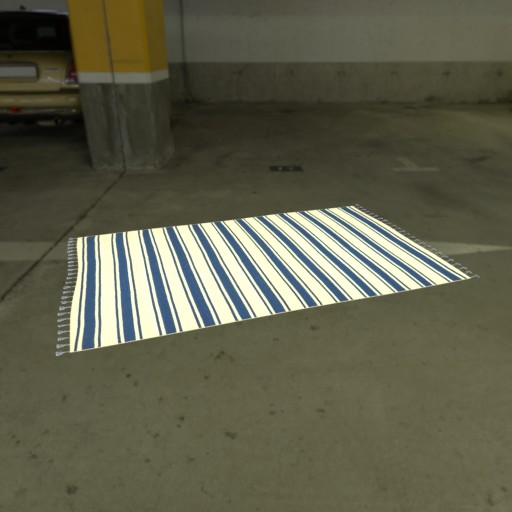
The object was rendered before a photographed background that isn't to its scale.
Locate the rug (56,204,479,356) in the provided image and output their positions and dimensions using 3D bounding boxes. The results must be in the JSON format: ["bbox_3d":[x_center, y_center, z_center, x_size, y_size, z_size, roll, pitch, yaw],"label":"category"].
[{"bbox_3d":[0.000,0.000,2.579,2.108,0.009,1.248,-8,27,-17],"label":"rug"}]
